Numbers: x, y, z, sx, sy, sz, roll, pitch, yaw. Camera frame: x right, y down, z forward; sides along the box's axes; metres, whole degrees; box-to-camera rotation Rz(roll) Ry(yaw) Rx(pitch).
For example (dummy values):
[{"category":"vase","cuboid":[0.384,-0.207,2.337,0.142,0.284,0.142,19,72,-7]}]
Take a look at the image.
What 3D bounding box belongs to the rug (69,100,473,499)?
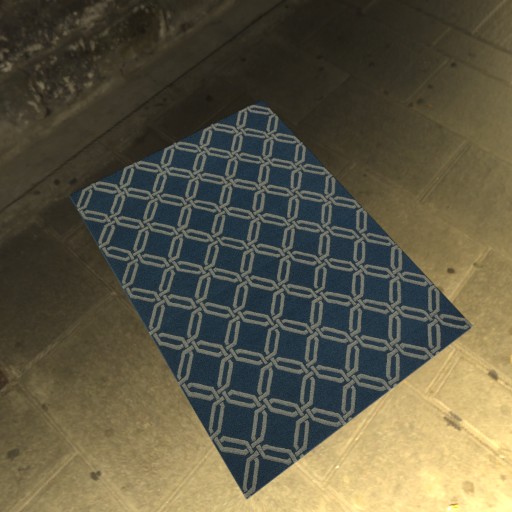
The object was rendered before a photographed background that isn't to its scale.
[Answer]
[{"category":"rug","cuboid":[0.000,0.000,4.277,2.432,0.018,3.342,-31,67,-15]}]
